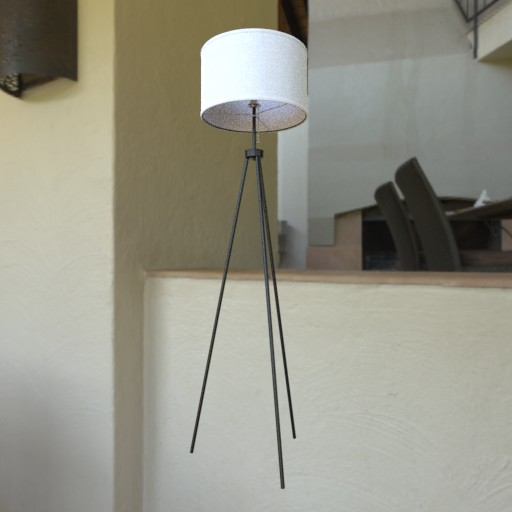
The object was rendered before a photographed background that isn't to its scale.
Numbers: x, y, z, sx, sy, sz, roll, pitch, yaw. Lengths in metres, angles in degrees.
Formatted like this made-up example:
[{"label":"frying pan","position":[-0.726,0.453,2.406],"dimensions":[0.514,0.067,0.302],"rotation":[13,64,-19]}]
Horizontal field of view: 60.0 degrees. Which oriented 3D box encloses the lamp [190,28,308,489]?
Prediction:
[{"label":"lamp","position":[0.000,0.000,1.728],"dimensions":[0.448,1.545,0.458],"rotation":[0,0,34]}]
